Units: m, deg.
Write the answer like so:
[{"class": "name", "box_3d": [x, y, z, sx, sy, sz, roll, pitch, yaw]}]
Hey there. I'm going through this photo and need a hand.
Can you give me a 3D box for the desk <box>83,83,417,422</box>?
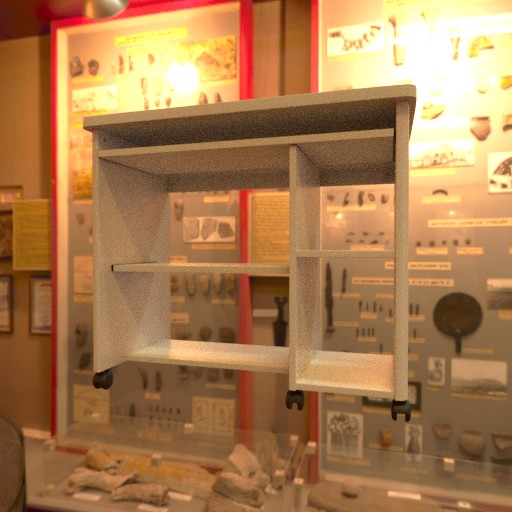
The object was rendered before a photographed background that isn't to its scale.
[{"class": "desk", "box_3d": [0.000, 0.000, 1.316, 0.877, 0.763, 0.475, 0, 1, 17]}]
